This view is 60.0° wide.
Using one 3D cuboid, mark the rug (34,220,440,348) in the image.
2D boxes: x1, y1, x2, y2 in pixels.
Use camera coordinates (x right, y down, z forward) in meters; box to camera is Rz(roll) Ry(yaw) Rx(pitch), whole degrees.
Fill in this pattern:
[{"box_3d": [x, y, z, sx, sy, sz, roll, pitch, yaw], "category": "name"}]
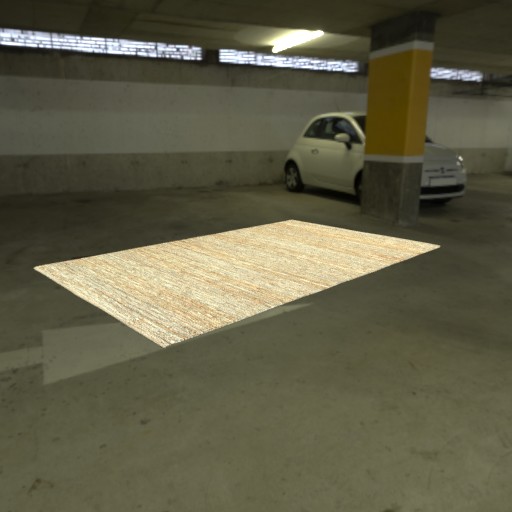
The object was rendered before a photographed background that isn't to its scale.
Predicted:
[{"box_3d": [0.000, 0.000, 3.069, 2.446, 0.009, 1.529, -14, 20, -42], "category": "rug"}]
